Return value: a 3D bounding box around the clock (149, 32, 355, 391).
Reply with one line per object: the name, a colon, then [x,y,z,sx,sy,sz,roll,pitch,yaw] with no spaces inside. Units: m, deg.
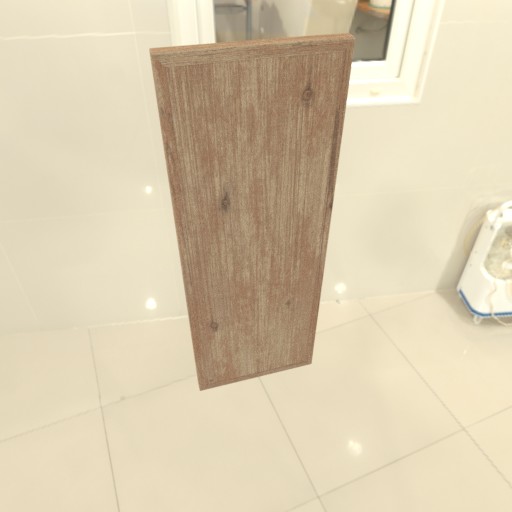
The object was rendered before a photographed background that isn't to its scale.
clock: [0.000,0.000,1.075,0.361,0.965,0.030,-10,41,-12]
